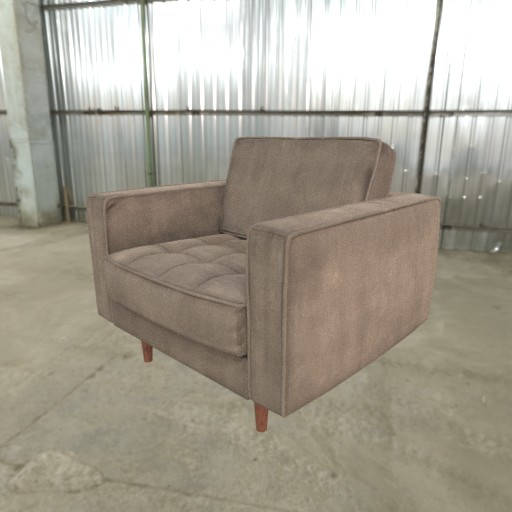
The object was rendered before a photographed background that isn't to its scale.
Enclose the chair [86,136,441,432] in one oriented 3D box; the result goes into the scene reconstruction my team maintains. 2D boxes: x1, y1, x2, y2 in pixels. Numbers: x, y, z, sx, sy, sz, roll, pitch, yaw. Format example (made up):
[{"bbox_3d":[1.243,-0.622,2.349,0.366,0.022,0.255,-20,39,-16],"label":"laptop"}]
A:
[{"bbox_3d":[0.000,0.000,1.487,0.928,0.773,0.843,14,21,42],"label":"chair"}]
